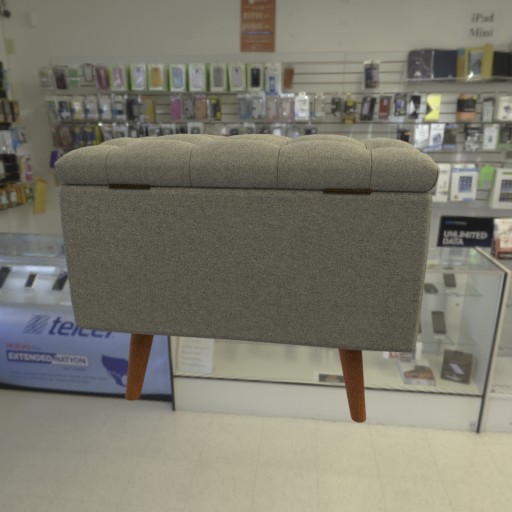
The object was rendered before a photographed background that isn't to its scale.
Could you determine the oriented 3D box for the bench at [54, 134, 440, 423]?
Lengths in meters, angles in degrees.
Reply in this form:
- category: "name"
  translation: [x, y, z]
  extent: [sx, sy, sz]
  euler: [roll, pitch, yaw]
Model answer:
- category: "bench"
  translation: [0.000, 0.000, 0.882]
  extent: [0.572, 0.469, 0.417]
  euler: [3, 17, 8]
